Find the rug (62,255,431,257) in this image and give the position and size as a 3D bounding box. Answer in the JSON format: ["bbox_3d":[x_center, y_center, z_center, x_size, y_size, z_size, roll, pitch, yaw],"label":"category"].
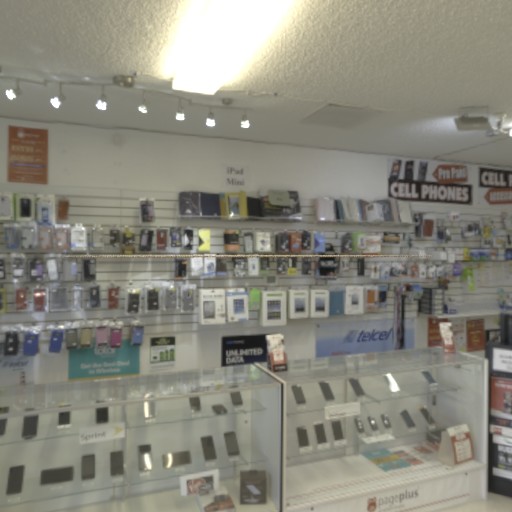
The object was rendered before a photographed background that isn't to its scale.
[{"bbox_3d":[0.000,0.000,3.020,2.432,0.006,1.520,0,0,-19],"label":"rug"}]
